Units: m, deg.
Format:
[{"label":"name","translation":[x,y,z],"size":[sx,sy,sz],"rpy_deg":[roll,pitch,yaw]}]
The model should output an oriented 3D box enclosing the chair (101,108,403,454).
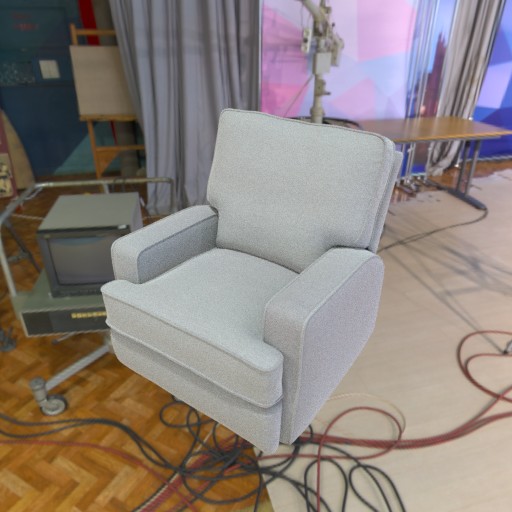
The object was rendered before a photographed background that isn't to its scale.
[{"label":"chair","translation":[0.000,0.000,1.744],"size":[0.861,0.964,0.969],"rpy_deg":[19,35,30]}]
